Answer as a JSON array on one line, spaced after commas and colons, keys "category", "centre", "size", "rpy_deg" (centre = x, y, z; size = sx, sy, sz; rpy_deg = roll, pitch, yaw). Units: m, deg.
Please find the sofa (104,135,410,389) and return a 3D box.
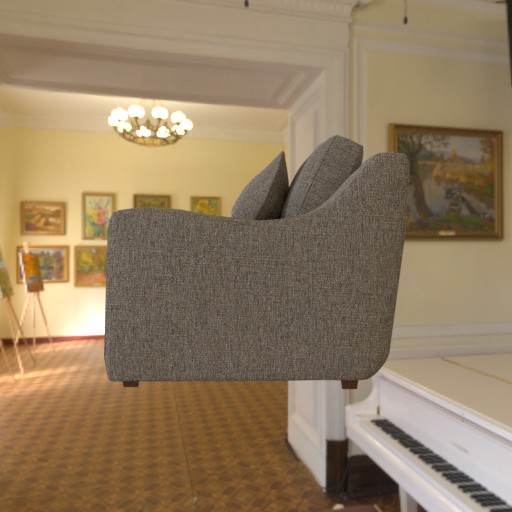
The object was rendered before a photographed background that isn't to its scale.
[{"category": "sofa", "centre": [0.000, 0.000, 2.441], "size": [1.120, 0.991, 1.778], "rpy_deg": [0, 0, 0]}]
